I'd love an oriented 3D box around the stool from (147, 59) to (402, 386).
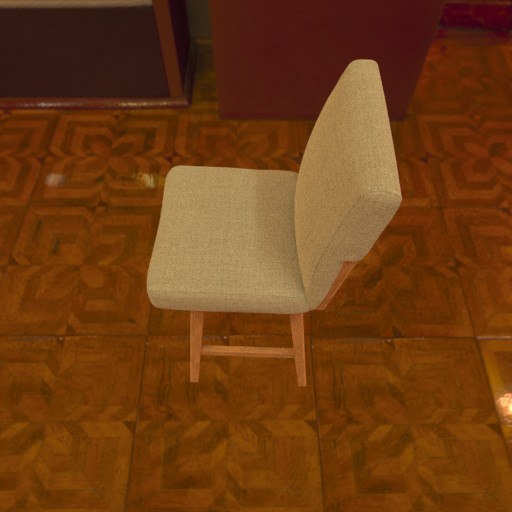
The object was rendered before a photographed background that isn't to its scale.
[{"bbox_3d":[0.000,0.000,1.382,0.569,1.106,0.483,2,58,1],"label":"stool"}]
